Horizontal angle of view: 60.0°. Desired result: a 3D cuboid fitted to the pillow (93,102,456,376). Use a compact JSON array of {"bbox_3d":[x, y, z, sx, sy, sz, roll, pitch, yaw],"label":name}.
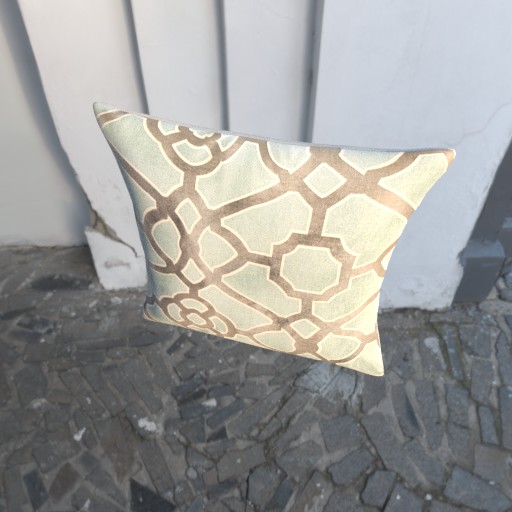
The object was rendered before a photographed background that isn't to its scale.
[{"bbox_3d":[0.000,0.000,0.811,0.552,0.508,0.166,11,43,13],"label":"pillow"}]
